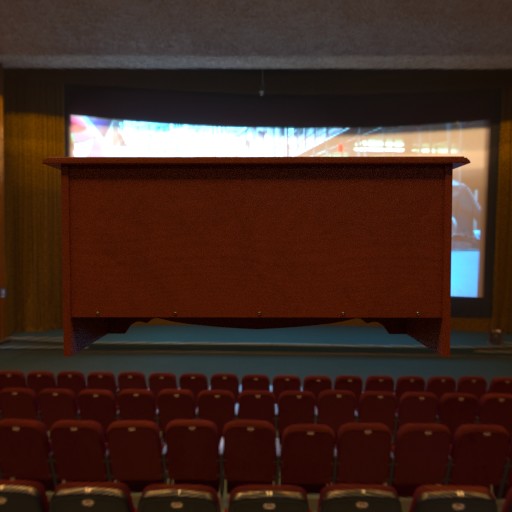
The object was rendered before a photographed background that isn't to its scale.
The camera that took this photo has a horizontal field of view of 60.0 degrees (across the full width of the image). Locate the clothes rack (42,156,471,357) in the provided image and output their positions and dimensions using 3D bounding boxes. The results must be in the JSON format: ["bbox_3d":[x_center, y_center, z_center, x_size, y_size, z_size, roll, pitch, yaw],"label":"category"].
[{"bbox_3d":[0.000,0.000,1.485,1.251,0.594,0.362,0,2,0],"label":"clothes rack"}]
